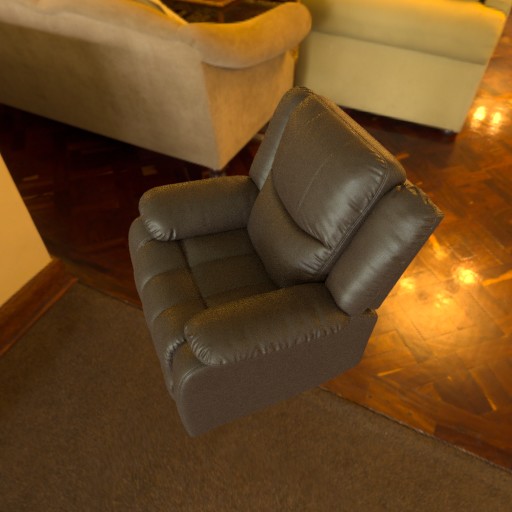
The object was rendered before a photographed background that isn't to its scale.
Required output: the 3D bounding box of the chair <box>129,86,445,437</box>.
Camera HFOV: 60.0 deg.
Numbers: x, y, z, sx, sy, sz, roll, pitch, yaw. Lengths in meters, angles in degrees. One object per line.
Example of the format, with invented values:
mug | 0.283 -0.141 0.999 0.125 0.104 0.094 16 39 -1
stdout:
chair | 0.000 0.000 1.731 0.934 1.009 0.899 -17 49 -16
